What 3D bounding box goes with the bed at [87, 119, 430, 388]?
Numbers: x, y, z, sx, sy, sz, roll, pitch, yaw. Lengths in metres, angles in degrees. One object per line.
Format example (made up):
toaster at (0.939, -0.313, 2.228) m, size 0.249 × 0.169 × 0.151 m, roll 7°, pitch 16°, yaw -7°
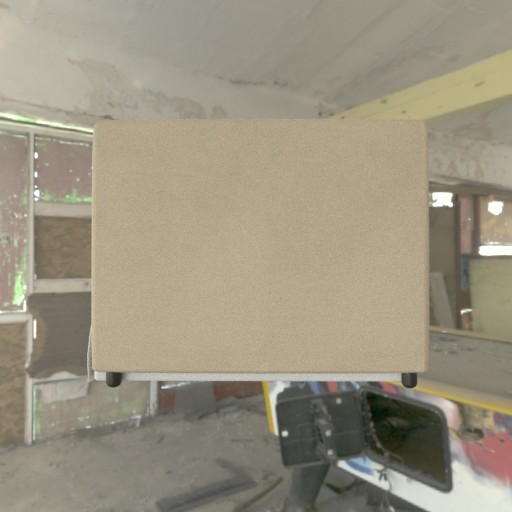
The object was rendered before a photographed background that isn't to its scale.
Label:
bed at (0.000, 0.000, 3.206) m, size 1.723 × 1.330 × 2.142 m, roll 0°, pitch -1°, yaw 1°
